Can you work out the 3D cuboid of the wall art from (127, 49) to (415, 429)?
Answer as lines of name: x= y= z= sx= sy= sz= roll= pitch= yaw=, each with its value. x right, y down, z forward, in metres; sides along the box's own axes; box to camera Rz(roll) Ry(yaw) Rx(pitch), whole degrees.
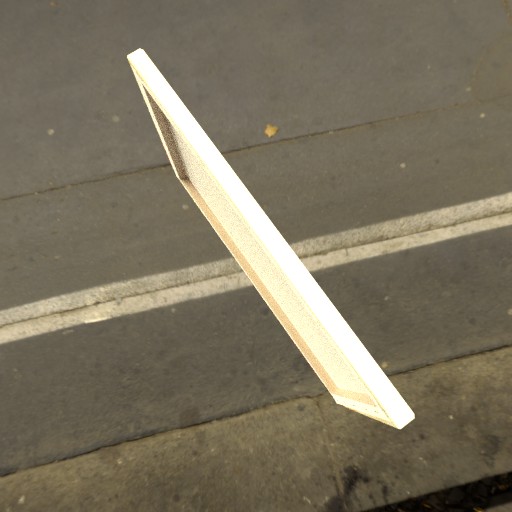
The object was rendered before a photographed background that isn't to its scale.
wall art: x=0.000 y=0.000 z=1.150 sx=0.038 sy=0.602 sz=0.918 roll=-34 pitch=78 yaw=-8
